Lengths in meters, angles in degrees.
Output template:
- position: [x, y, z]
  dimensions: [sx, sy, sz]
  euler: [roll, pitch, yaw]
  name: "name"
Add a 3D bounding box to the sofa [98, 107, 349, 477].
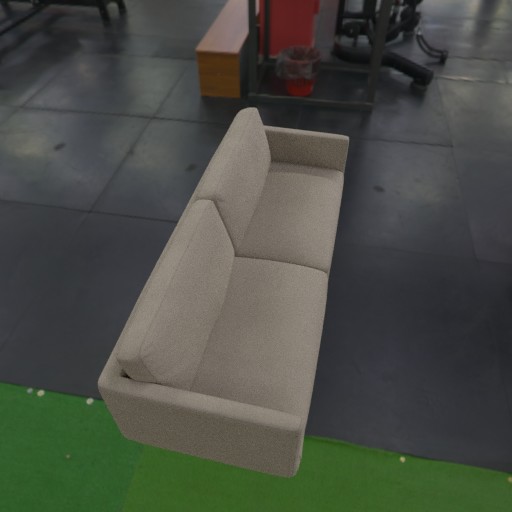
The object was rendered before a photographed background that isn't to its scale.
- position: [0.000, 0.000, 2.892]
  dimensions: [0.988, 0.912, 2.404]
  euler: [9, 47, 9]
  name: "sofa"
